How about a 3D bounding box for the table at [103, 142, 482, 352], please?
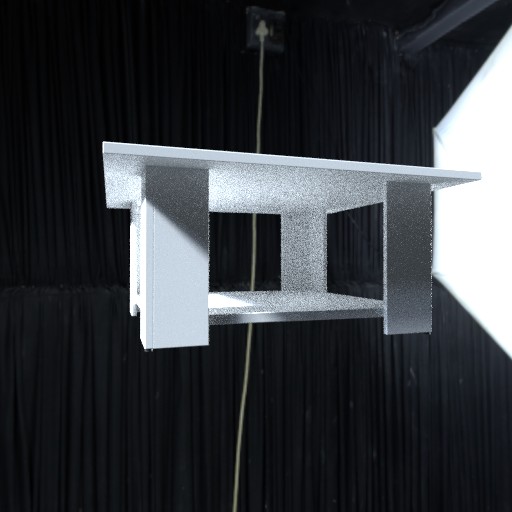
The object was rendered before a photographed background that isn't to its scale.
[{"bbox_3d":[0.000,0.000,1.042,0.670,0.305,0.670,0,-1,-18],"label":"table"}]
